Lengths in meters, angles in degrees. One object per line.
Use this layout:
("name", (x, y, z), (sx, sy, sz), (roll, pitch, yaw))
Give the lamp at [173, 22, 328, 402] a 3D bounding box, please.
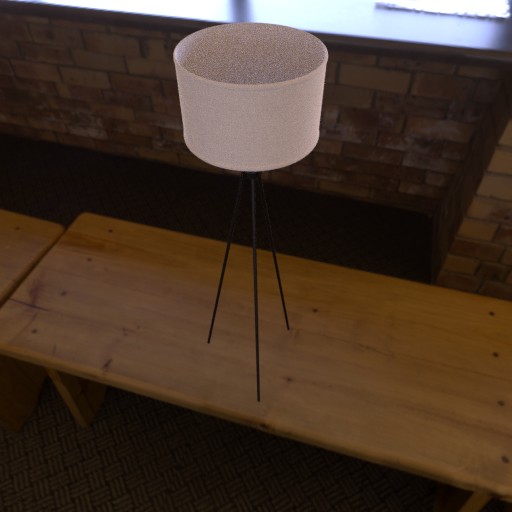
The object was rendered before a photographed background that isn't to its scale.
("lamp", (0.000, 0.000, 1.722), (0.448, 1.545, 0.458), (-11, 48, -10))
